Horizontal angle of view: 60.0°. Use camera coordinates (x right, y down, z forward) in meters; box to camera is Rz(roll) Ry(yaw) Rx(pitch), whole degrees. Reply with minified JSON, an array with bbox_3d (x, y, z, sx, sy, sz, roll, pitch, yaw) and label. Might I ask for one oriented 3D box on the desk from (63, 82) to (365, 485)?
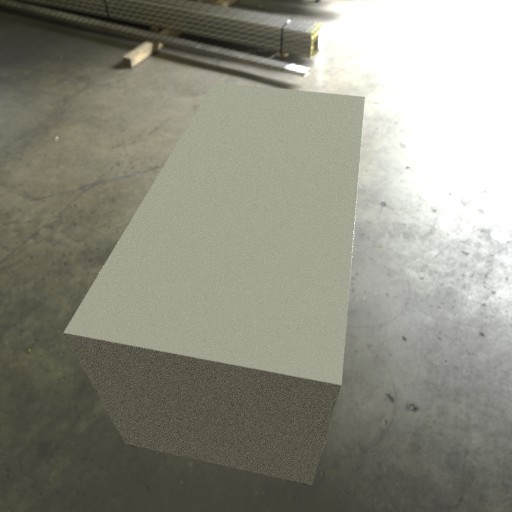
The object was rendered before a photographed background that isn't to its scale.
[{"bbox_3d":[0.000,0.000,1.797,0.690,0.740,1.400,9,47,8],"label":"desk"}]
